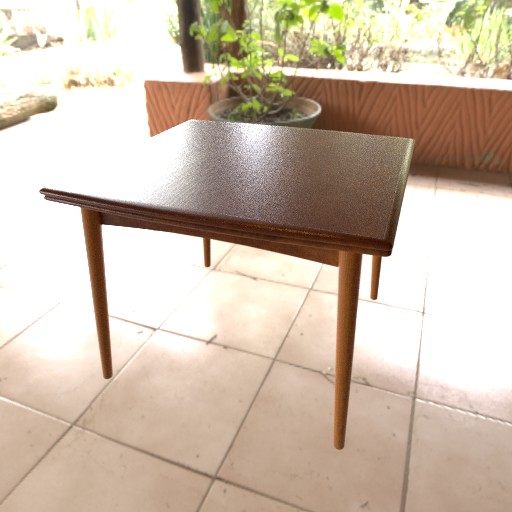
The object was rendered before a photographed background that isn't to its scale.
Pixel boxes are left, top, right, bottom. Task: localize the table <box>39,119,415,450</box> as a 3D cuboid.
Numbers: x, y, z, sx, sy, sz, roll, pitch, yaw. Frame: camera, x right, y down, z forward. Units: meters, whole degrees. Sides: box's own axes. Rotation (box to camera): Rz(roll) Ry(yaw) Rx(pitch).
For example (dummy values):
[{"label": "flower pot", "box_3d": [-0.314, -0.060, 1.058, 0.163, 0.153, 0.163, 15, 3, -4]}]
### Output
[{"label": "table", "box_3d": [0.000, 0.000, 1.690, 0.991, 0.754, 0.991, 10, 31, 17]}]
